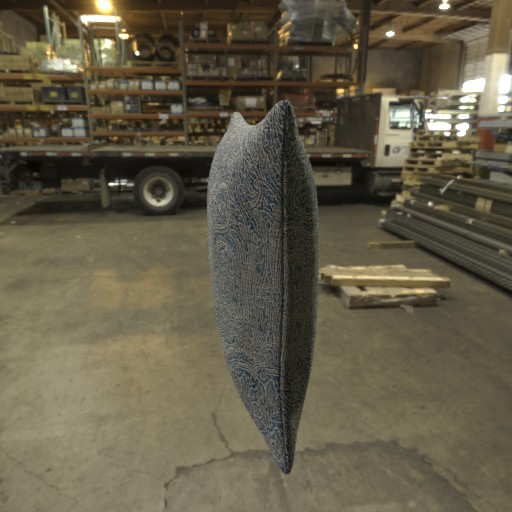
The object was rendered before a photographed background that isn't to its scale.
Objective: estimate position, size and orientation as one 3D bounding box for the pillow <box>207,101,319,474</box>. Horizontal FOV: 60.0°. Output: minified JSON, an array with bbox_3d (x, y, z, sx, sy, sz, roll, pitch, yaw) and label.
[{"bbox_3d":[0.000,0.000,0.804,0.166,0.510,0.523,-3,17,-8],"label":"pillow"}]
